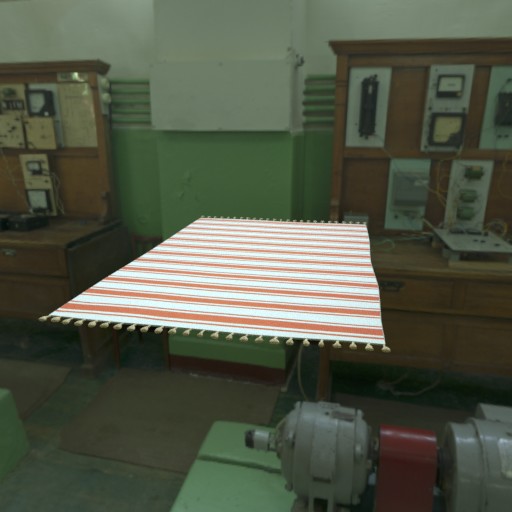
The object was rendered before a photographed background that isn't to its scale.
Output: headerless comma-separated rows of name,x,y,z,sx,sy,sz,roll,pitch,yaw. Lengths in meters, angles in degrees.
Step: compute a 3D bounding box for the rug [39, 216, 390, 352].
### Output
rug,0.000,0.000,3.010,1.556,0.022,2.433,3,17,11
